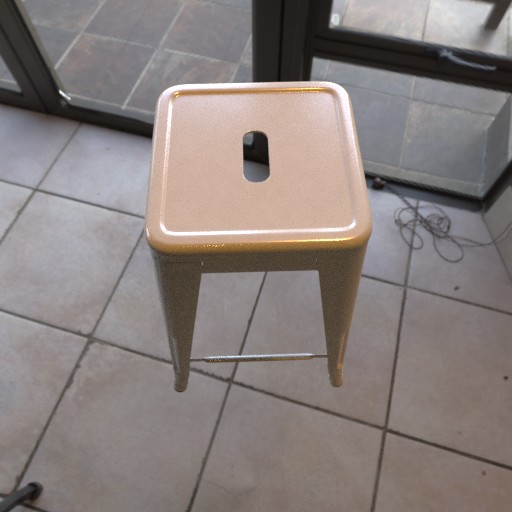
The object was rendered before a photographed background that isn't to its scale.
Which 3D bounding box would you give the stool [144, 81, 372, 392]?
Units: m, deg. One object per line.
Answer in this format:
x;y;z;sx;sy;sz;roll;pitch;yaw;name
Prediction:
0.000;0.000;0.883;0.406;0.610;0.406;-2;63;-1;stool
